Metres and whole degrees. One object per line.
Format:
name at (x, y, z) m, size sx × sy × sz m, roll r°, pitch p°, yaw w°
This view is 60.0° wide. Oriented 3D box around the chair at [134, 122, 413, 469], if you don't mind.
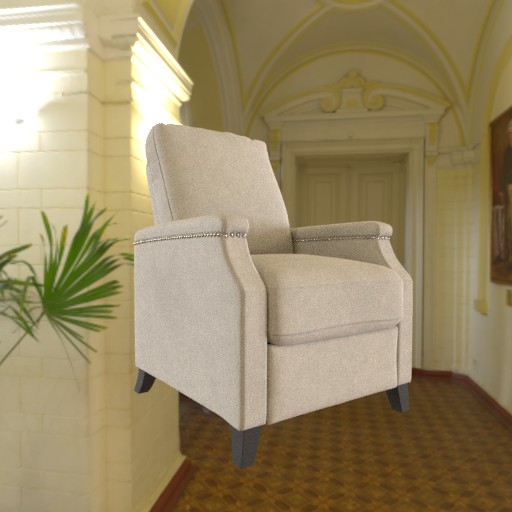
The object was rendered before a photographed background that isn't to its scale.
chair at (0.000, 0.000, 1.634) m, size 0.710 × 1.049 × 0.922 m, roll -1°, pitch 1°, yaw -36°
